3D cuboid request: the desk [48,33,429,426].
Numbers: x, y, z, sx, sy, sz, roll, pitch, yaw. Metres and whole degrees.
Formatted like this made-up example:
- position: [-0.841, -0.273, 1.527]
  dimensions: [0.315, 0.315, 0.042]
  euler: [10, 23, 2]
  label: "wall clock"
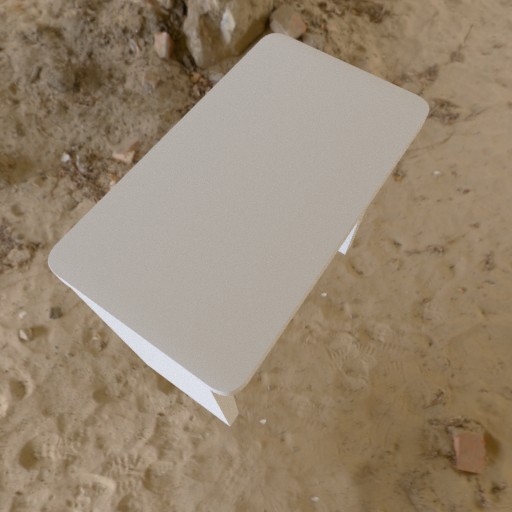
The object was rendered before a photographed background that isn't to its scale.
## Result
- position: [0.000, 0.000, 1.258]
  dimensions: [0.446, 0.760, 0.790]
  euler: [32, 68, 14]
  label: "desk"
